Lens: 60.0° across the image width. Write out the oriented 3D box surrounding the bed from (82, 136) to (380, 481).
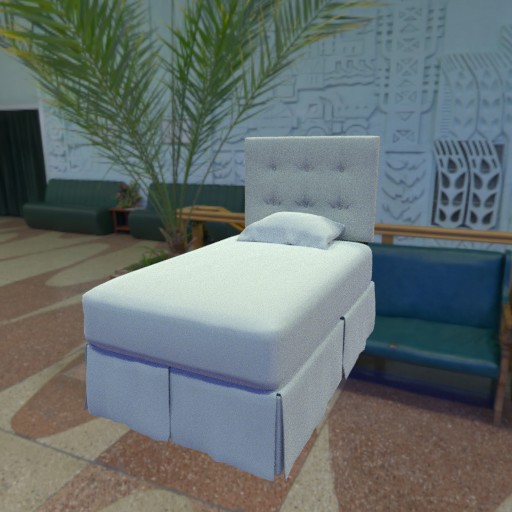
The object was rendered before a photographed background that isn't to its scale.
[{"bbox_3d":[0.000,0.000,2.929,1.261,1.571,1.997,7,15,26],"label":"bed"}]
